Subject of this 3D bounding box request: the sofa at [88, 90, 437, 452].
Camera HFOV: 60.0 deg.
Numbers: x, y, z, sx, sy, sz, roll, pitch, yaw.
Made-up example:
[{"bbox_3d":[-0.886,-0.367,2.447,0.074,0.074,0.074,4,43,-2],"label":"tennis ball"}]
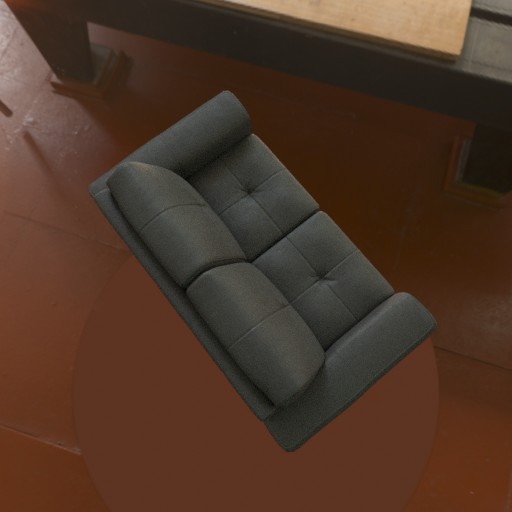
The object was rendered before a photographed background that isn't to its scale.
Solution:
[{"bbox_3d":[0.000,0.000,2.431,1.018,0.907,1.806,-38,78,-9],"label":"sofa"}]
